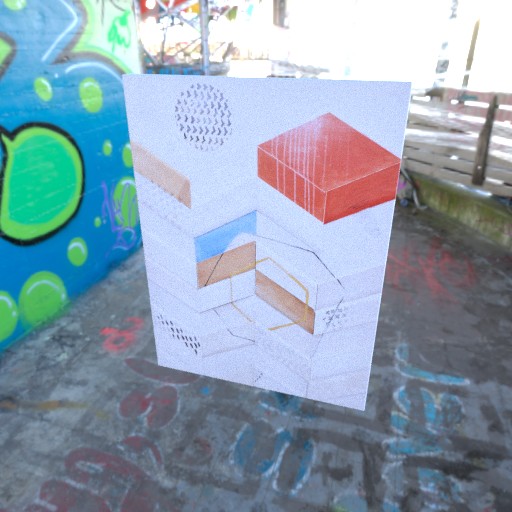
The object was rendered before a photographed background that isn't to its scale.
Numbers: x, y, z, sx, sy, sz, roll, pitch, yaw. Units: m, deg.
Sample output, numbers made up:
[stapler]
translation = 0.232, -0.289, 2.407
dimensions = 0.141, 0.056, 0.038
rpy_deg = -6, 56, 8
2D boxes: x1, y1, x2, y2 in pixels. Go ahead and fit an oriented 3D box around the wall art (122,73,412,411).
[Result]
[wall art]
translation = 0.000, 0.000, 1.630
dimensions = 0.914, 1.221, 0.046
rpy_deg = 8, 28, 15
